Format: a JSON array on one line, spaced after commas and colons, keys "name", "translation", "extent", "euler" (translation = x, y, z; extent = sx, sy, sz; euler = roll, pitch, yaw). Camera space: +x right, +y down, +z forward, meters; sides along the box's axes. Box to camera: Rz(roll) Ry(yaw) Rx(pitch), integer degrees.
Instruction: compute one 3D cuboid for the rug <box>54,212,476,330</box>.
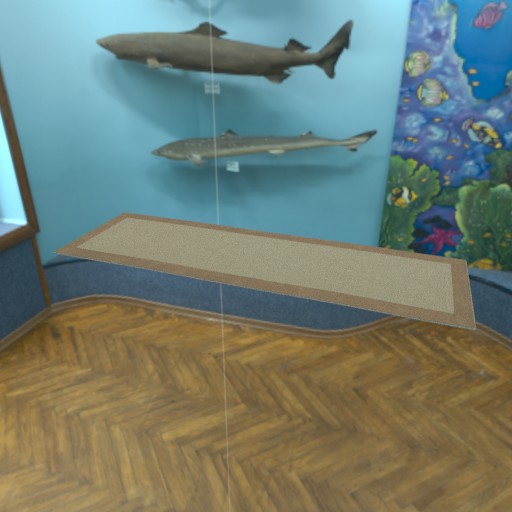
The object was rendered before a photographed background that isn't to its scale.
[{"name": "rug", "translation": [0.000, 0.000, 2.731], "extent": [2.430, 0.012, 0.767], "euler": [9, 27, 18]}]
